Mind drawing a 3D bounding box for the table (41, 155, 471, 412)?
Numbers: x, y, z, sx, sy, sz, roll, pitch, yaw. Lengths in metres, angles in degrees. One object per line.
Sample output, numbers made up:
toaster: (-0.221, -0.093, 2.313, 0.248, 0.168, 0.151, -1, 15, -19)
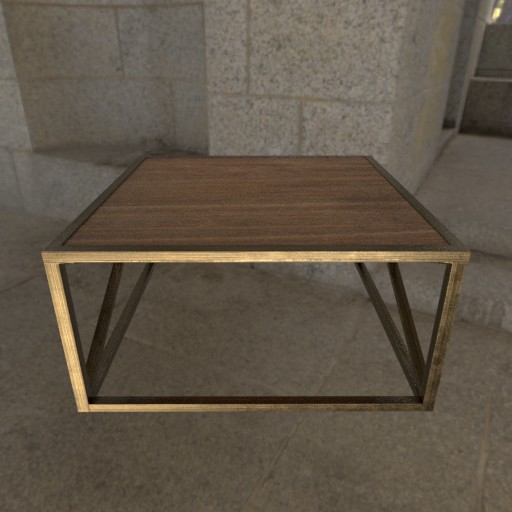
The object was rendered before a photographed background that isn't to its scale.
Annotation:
table: (0.000, 0.000, 1.439, 0.909, 0.451, 0.899, 0, 25, 0)
